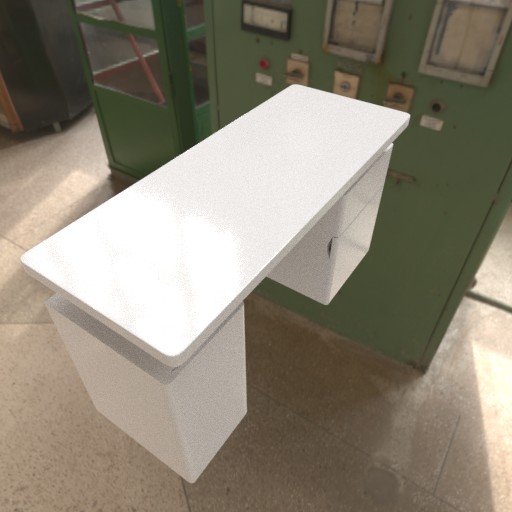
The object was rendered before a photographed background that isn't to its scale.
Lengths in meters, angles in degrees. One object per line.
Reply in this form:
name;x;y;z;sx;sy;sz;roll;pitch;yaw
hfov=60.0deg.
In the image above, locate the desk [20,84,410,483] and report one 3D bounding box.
desk;0.000;0.000;1.716;0.550;0.762;1.400;25;48;25
